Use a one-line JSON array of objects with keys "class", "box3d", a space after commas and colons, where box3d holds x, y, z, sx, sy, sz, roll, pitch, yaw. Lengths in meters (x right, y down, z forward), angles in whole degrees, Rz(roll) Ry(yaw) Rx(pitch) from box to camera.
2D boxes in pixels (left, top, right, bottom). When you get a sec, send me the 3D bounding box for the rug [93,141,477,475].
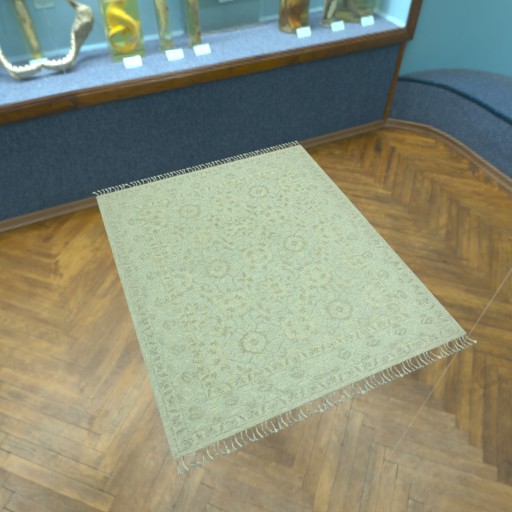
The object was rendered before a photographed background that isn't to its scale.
[{"class": "rug", "box3d": [0.000, 0.000, 4.044, 2.444, 0.013, 3.043, -18, 50, -16]}]
